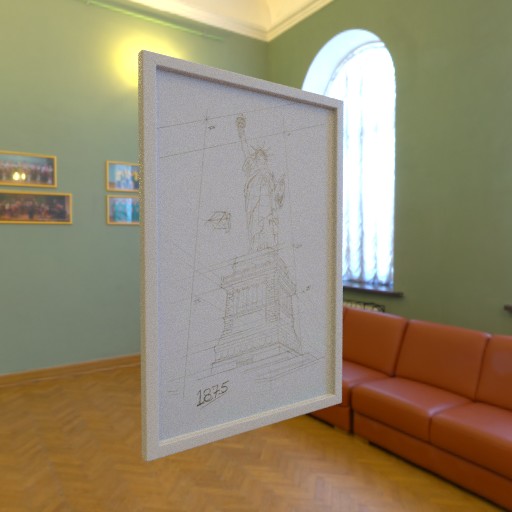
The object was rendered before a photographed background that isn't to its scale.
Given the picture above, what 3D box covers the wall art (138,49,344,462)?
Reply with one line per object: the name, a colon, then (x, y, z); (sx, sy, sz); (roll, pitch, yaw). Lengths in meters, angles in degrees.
wall art: (0.000, 0.000, 1.041); (0.556, 0.813, 0.026); (-2, 3, -35)
